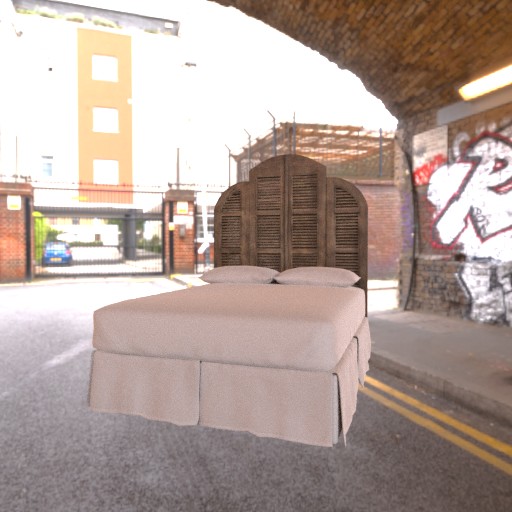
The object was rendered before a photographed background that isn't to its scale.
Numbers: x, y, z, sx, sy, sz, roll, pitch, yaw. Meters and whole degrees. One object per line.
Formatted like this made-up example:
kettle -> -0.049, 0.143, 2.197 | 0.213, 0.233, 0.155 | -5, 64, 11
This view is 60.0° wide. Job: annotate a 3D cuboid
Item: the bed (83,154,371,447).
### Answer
bed -> 0.000, 0.000, 3.588 | 1.713, 2.019, 2.138 | 0, 1, 19
